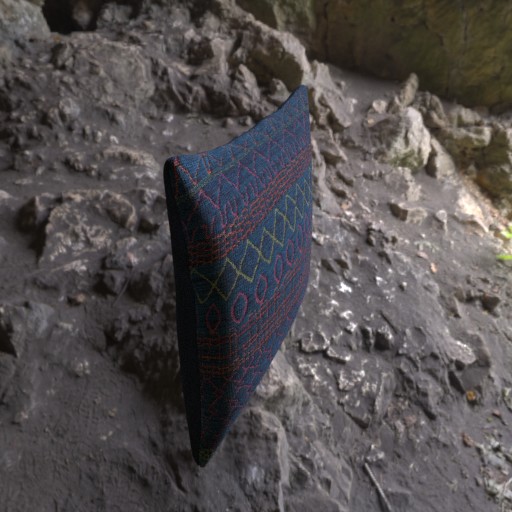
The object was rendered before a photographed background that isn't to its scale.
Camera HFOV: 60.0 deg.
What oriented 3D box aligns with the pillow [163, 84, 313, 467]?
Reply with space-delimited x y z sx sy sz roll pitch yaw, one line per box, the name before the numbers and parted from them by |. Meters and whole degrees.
pillow | 0.000 0.000 0.662 0.141 0.431 0.431 11 33 18
